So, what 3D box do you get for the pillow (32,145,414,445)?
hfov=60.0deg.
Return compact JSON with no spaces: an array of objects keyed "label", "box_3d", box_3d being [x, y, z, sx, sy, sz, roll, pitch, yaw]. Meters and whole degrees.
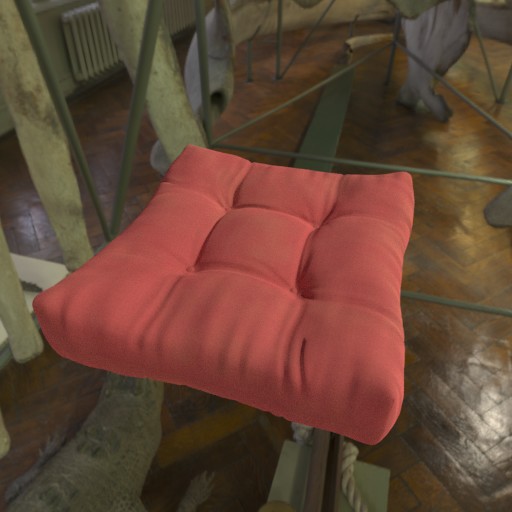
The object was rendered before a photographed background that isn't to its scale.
[{"label":"pillow","box_3d":[0.000,0.000,0.701,0.468,0.128,0.490,11,41,13]}]
